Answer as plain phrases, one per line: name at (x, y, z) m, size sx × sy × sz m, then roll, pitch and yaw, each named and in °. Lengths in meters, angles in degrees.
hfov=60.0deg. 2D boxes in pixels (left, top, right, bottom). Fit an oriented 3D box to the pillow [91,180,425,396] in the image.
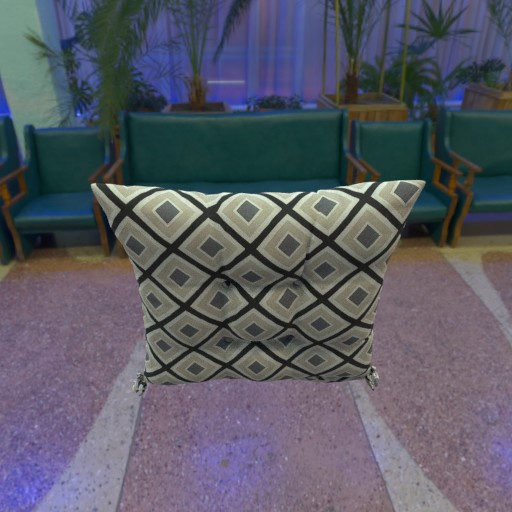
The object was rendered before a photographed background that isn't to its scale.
pillow at (0.000, 0.000, 1.006) m, size 0.541 × 0.536 × 0.585 m, roll -1°, pitch 30°, yaw -2°
